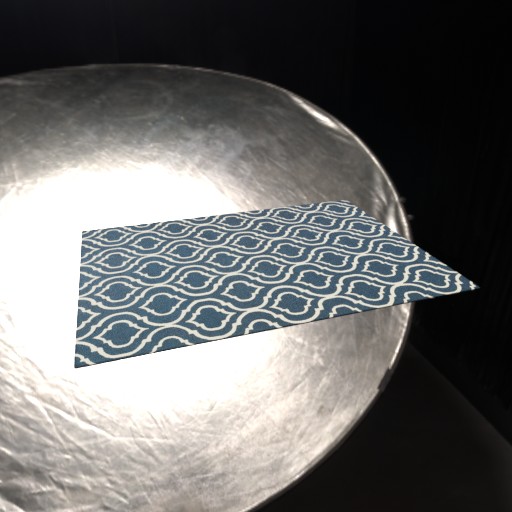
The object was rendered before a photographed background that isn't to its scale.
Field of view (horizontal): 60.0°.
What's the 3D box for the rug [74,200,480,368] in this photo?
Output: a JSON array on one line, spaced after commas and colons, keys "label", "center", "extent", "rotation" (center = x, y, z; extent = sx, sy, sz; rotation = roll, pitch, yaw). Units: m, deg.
[{"label": "rug", "center": [0.000, 0.000, 4.452], "extent": [3.353, 0.010, 2.438], "rotation": [-8, 28, -16]}]
